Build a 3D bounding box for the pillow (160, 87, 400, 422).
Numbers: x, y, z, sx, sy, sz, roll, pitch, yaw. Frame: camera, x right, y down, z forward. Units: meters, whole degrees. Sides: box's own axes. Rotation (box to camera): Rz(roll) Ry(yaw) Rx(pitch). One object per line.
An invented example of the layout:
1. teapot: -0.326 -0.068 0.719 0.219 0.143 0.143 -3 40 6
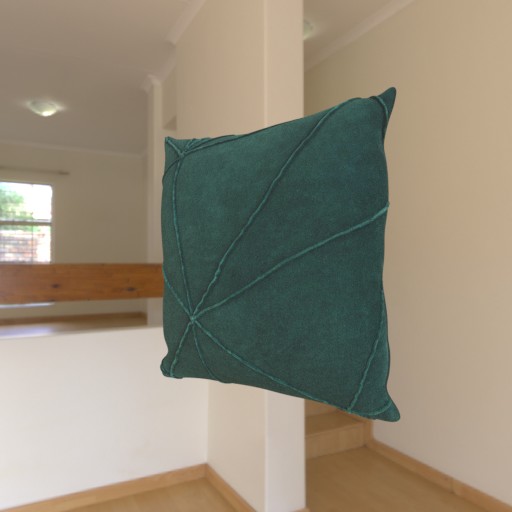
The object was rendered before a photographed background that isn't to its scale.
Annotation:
1. pillow: 0.000 0.000 0.686 0.439 0.440 0.184 -1 -1 36
